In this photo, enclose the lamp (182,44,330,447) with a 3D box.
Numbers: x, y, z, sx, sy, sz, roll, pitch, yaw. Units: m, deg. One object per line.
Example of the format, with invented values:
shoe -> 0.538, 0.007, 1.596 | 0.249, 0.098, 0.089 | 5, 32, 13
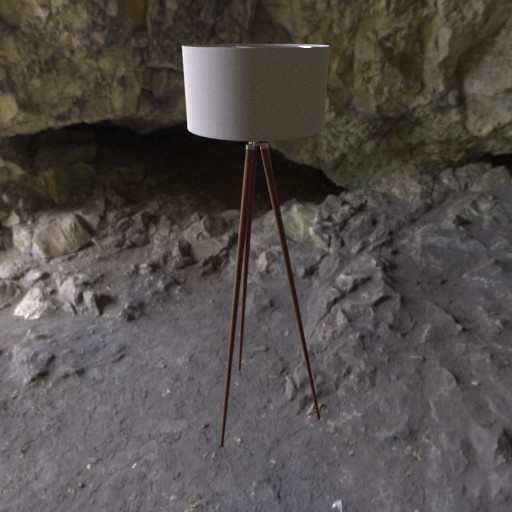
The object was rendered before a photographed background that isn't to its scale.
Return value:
lamp -> 0.000, 0.000, 1.811 | 0.483, 1.553, 0.483 | -9, 28, -17
